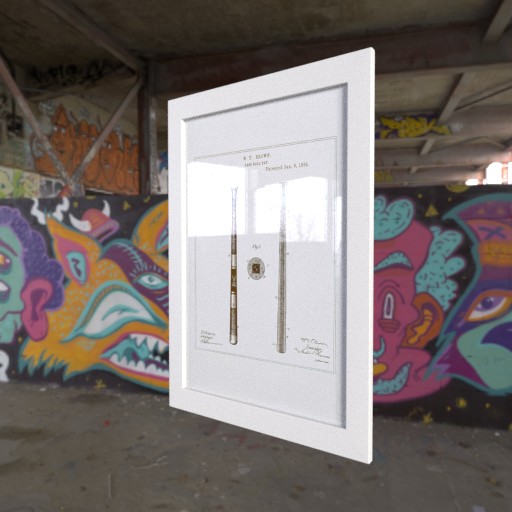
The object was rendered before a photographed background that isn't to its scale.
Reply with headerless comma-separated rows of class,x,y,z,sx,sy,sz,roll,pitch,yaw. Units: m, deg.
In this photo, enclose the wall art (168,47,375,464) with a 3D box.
wall art,0.000,0.000,0.609,0.329,0.482,0.011,1,2,35
